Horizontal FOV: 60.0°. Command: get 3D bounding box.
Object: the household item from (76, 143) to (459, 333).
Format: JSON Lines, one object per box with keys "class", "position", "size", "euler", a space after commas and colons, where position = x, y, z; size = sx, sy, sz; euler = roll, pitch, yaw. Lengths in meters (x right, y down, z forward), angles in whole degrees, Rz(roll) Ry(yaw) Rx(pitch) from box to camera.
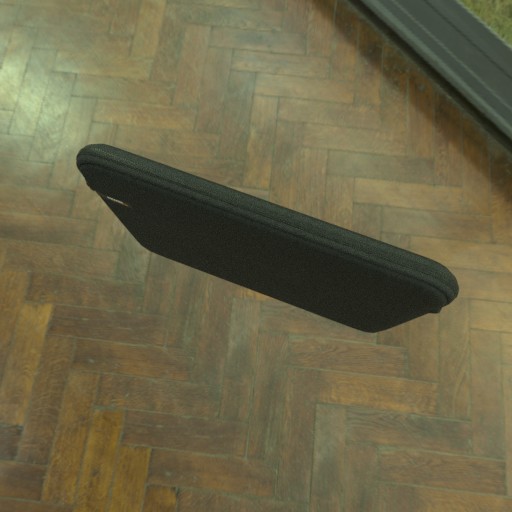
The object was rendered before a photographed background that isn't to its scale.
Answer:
{"class": "household item", "position": [0.000, 0.000, 0.532], "size": [0.396, 0.305, 0.030], "euler": [20, 75, 6]}
